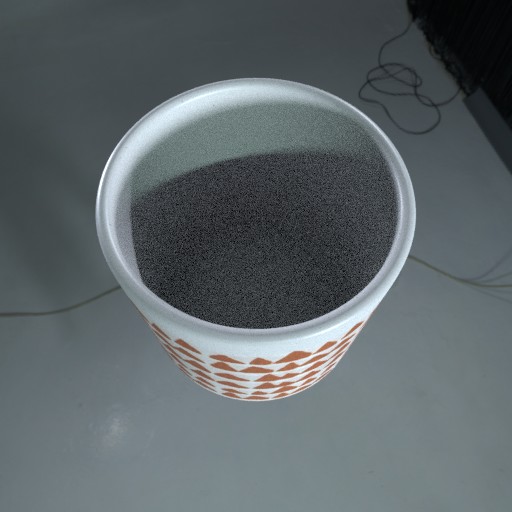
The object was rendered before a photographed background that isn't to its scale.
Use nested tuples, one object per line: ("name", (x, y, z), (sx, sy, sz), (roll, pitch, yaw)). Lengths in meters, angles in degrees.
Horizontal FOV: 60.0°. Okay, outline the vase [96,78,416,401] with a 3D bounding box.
("vase", (0.000, 0.000, 0.246), (0.137, 0.127, 0.137), (0, 63, 0))
